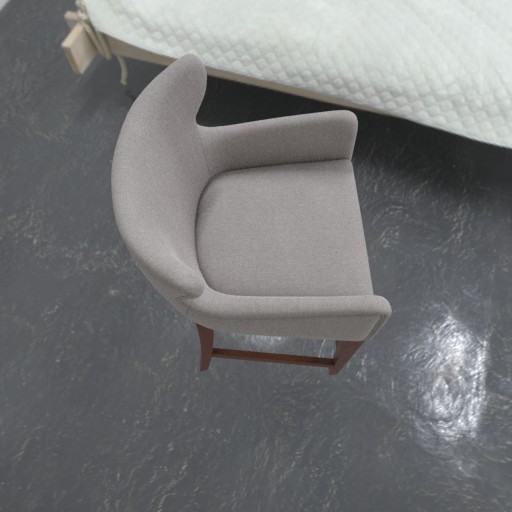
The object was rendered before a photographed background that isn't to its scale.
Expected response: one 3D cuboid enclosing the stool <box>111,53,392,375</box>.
[{"bbox_3d":[0.000,0.000,1.287,0.575,0.951,0.575,-2,64,-1],"label":"stool"}]
